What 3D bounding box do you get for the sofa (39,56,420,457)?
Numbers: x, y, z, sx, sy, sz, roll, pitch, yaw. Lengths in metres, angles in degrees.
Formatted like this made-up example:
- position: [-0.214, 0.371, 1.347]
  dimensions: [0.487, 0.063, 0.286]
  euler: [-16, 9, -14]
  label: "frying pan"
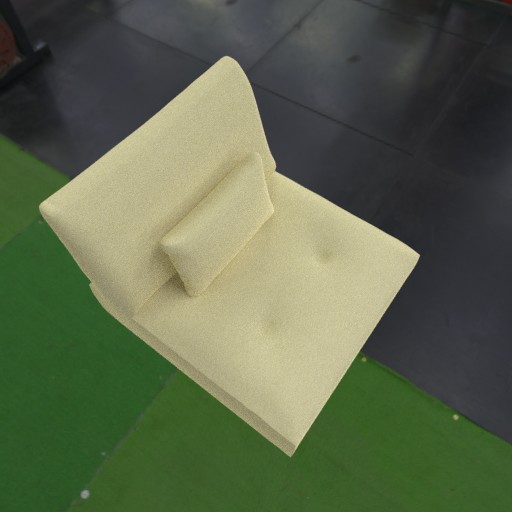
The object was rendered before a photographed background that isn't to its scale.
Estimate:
- position: [0.000, 0.000, 1.680]
  dimensions: [1.000, 0.820, 0.930]
  euler: [33, 65, 18]
  label: "sofa"
